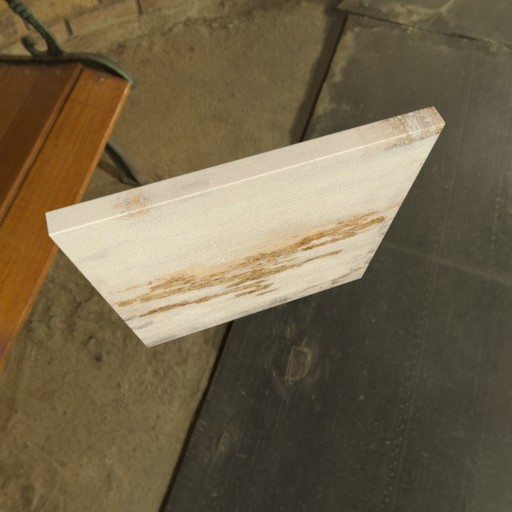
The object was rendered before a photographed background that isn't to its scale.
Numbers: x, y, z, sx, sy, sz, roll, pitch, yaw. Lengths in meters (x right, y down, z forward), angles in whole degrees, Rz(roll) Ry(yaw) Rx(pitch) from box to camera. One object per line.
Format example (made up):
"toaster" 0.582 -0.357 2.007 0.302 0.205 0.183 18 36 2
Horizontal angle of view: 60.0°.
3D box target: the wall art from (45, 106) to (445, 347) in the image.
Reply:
"wall art" 0.000 0.000 0.930 0.611 0.613 0.040 -17 65 -8
